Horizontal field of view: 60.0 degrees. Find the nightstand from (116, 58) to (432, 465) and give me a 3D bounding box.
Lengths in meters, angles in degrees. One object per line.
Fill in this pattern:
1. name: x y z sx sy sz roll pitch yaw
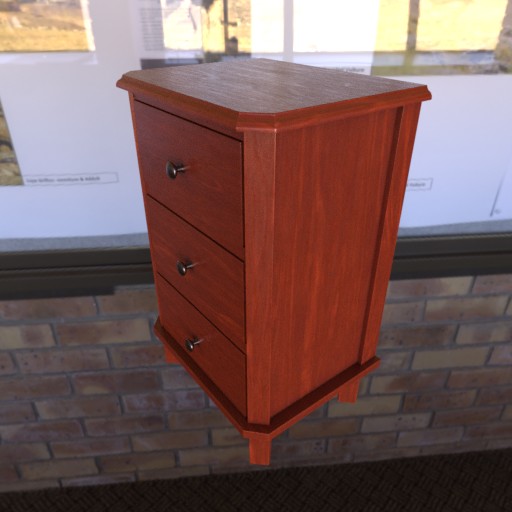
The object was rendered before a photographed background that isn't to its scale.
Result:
1. nightstand: 0.000 0.000 0.906 0.351 0.681 0.435 -21 37 -31
